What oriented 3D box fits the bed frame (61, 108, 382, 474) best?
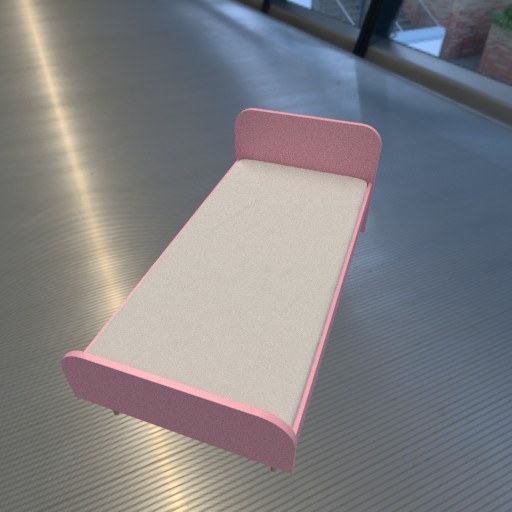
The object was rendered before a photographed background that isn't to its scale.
[{"bbox_3d":[0.000,0.000,2.426,0.998,0.805,1.963,13,42,15],"label":"bed frame"}]
